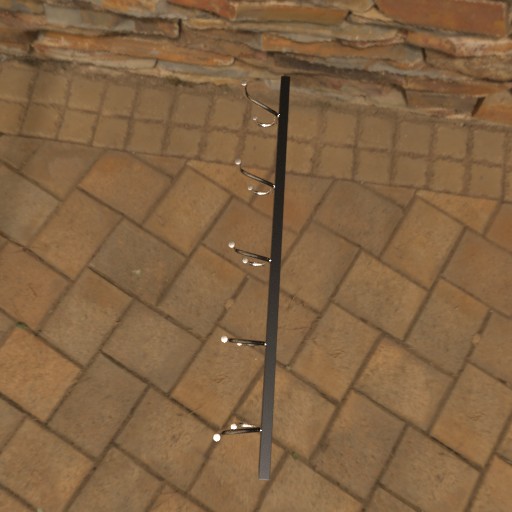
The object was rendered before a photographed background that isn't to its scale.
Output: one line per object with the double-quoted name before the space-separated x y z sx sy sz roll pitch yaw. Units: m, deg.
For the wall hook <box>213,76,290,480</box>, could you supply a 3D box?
"wall hook" 0.000 0.000 0.619 0.071 0.117 0.571 3 77 1
